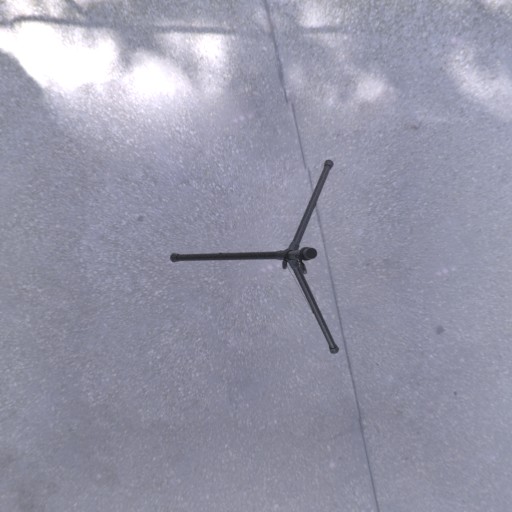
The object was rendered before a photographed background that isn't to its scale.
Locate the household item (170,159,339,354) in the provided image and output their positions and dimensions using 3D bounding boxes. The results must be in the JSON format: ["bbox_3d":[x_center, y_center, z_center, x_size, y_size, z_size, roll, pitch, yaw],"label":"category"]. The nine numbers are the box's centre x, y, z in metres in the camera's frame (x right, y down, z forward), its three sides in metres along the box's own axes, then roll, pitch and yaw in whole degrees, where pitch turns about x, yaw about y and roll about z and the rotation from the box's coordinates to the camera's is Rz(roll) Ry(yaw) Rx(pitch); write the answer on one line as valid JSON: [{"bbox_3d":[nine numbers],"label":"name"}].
[{"bbox_3d":[0.000,0.000,1.846,0.907,1.136,1.045,0,90,-1],"label":"household item"}]
